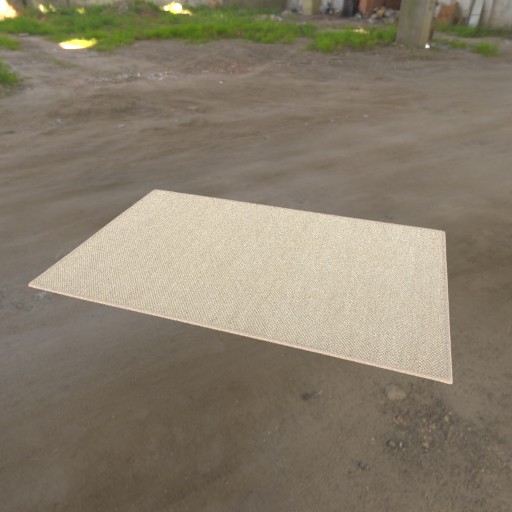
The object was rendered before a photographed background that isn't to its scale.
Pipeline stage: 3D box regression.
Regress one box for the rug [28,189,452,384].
[{"bbox_3d":[0.000,0.000,2.061,1.676,0.013,1.067,10,33,16],"label":"rug"}]
